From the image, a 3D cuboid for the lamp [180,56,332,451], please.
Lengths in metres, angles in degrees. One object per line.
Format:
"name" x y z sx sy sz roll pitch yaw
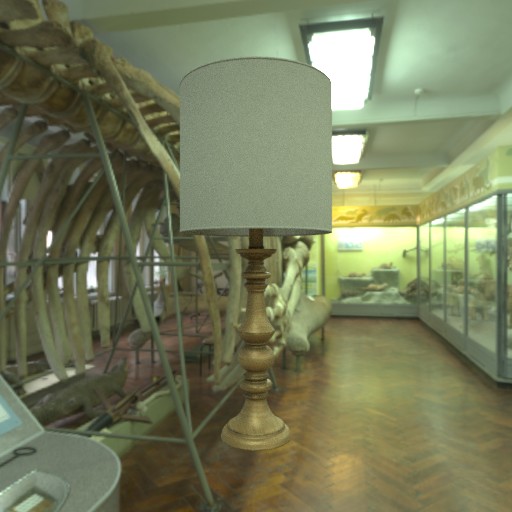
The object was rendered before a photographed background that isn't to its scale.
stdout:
"lamp" 0.000 0.000 0.737 0.250 0.597 0.250 0 0 -18
